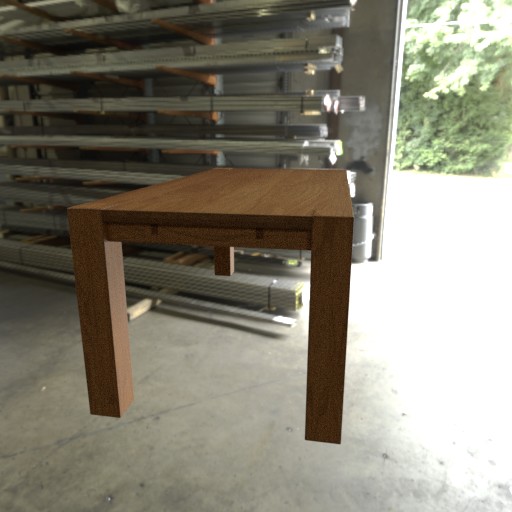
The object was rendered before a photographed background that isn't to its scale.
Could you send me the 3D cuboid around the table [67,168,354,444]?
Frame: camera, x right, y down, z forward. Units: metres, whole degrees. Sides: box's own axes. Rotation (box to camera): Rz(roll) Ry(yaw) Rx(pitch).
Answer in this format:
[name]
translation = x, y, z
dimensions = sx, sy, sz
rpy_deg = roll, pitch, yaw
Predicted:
[table]
translation = 0.000, 0.000, 2.292
dimensions = 0.900, 0.760, 1.800
rpy_deg = 3, 16, 10
